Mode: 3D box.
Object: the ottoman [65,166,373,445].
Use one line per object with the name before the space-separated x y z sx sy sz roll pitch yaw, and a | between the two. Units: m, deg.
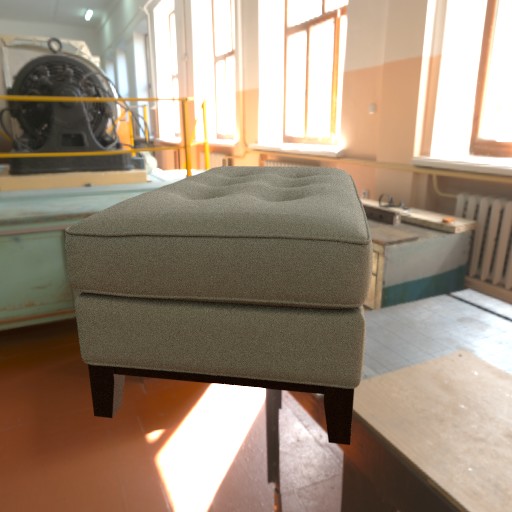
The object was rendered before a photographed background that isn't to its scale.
ottoman | 0.000 0.000 1.453 0.648 0.508 1.143 3 17 9
